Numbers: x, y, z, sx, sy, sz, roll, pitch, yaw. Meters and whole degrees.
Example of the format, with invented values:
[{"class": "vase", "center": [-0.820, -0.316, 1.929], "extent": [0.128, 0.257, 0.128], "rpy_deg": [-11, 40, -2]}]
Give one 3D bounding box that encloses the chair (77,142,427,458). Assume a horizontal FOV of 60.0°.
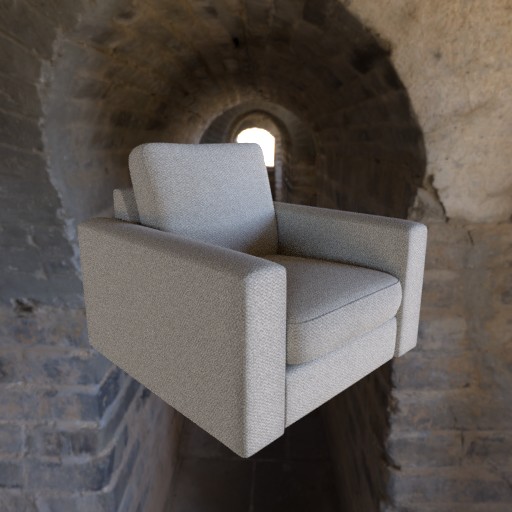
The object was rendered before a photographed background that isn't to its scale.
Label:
[{"class": "chair", "center": [0.000, 0.000, 1.766], "extent": [1.005, 0.873, 1.016], "rpy_deg": [-14, 20, -42]}]
